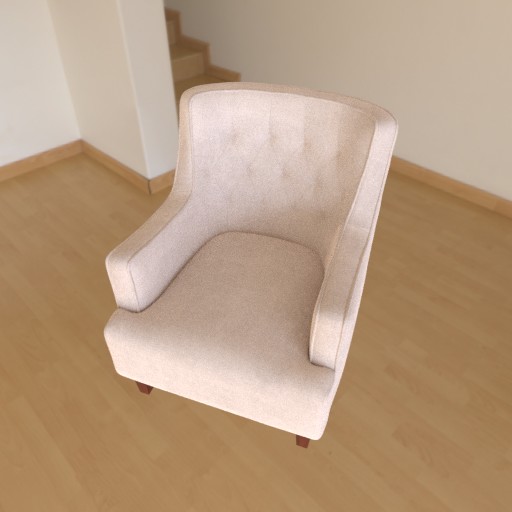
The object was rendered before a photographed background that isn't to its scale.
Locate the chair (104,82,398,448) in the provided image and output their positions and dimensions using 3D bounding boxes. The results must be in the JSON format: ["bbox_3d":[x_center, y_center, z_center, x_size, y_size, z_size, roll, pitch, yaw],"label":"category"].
[{"bbox_3d":[0.000,0.000,1.590,0.781,0.920,0.910,13,42,15],"label":"chair"}]
